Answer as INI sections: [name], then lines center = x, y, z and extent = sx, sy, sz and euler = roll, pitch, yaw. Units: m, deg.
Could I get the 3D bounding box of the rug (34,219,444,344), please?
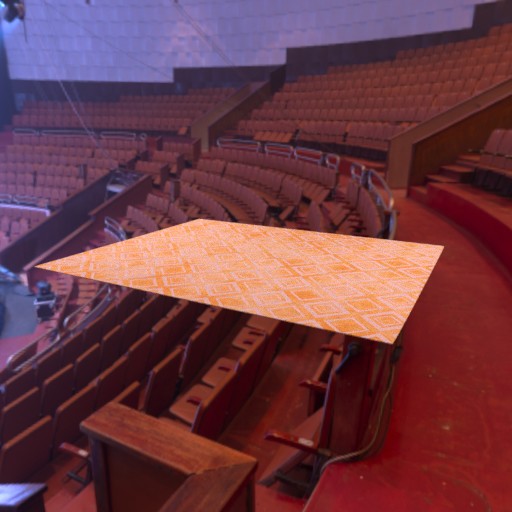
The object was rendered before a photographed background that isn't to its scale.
[rug]
center = 0.000, 0.000, 4.159
extent = 3.037, 0.011, 2.433
euler = 8, 18, 27
